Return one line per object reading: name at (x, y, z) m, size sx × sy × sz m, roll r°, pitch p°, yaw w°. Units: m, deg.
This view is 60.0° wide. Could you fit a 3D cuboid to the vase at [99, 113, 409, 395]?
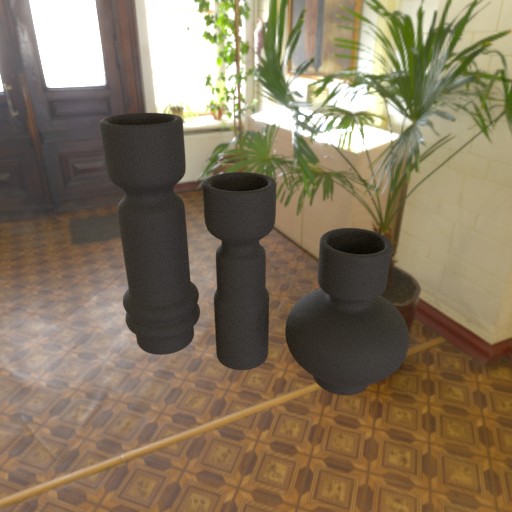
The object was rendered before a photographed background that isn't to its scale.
vase at (0.000, 0.000, 0.434) m, size 0.307 × 0.249 × 0.120 m, roll 8°, pitch 28°, yaw 16°
